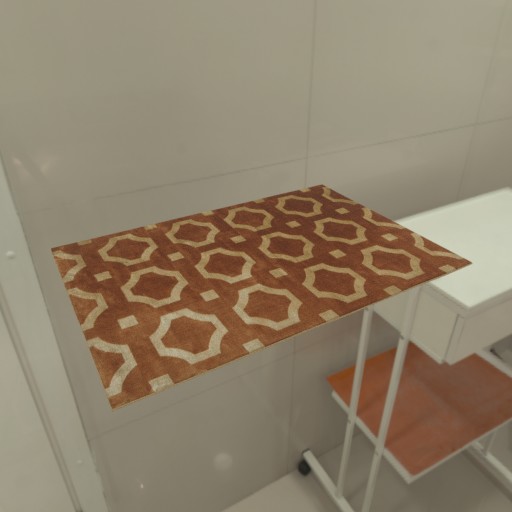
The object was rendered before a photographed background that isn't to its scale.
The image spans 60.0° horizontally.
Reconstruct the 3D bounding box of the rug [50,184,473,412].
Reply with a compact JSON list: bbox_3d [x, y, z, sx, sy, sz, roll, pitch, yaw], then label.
[{"bbox_3d":[0.000,0.000,2.893,2.286,0.016,1.555,-17,35,-26],"label":"rug"}]
